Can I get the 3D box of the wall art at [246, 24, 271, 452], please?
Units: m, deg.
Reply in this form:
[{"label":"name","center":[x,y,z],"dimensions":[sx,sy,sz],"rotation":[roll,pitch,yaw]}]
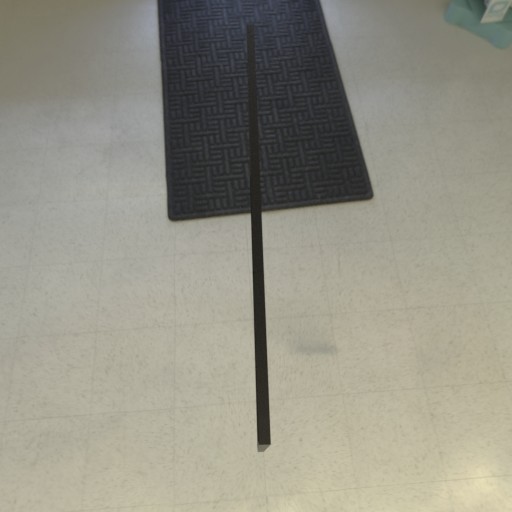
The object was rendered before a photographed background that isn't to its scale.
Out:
[{"label":"wall art","center":[0.000,0.000,1.196],"dimensions":[0.019,0.660,0.957],"rotation":[-2,65,-1]}]
